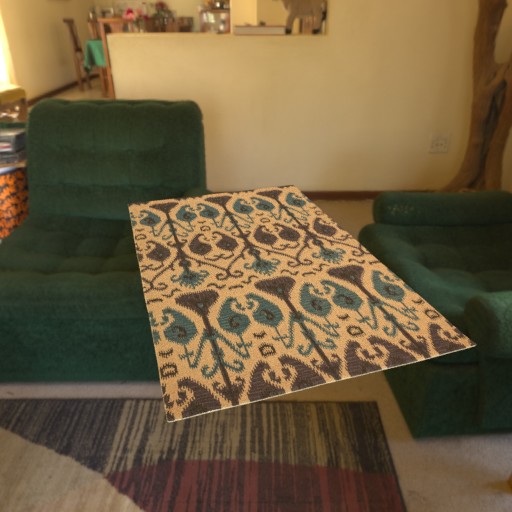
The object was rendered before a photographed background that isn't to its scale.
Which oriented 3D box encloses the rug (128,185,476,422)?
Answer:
[{"bbox_3d":[0.000,0.000,2.102,1.072,0.013,1.698,-9,30,-16],"label":"rug"}]
